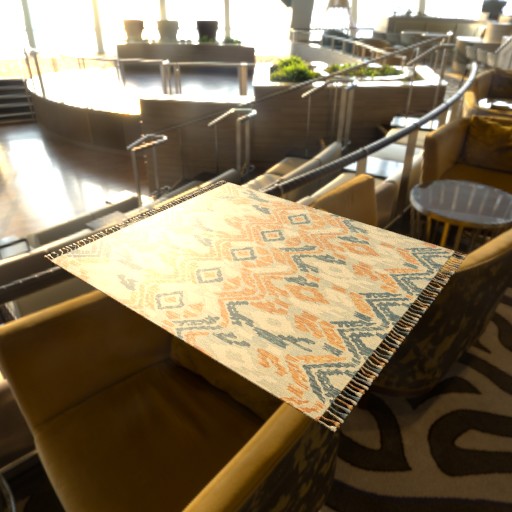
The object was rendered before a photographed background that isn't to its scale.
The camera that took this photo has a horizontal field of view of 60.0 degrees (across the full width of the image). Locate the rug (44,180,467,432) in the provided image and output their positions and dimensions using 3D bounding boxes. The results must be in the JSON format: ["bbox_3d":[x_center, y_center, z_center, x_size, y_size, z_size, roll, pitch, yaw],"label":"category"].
[{"bbox_3d":[0.000,0.000,4.067,3.048,0.010,2.439,22,37,32],"label":"rug"}]
